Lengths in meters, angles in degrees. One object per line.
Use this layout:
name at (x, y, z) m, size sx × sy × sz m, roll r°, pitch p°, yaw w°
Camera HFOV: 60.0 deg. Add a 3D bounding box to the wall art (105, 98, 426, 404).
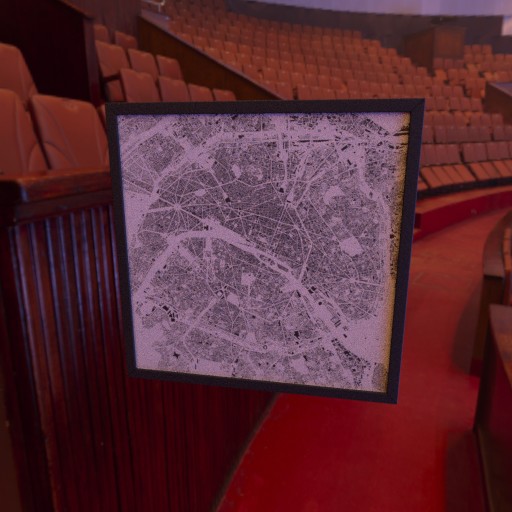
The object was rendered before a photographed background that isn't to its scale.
wall art at (0.000, 0.000, 1.153) m, size 0.763 × 0.763 × 0.037 m, roll 3°, pitch 15°, yaw 10°
